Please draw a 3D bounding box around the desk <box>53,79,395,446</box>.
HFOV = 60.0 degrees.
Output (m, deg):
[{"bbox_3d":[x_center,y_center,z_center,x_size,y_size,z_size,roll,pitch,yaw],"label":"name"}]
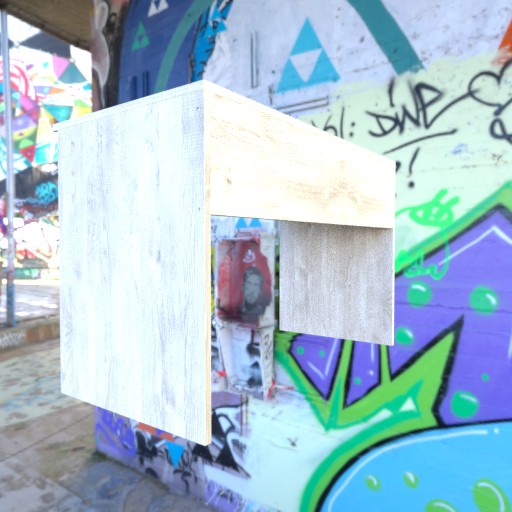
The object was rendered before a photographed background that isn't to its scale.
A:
[{"bbox_3d":[0.000,0.000,1.489,0.560,0.730,1.100,1,2,36],"label":"desk"}]
